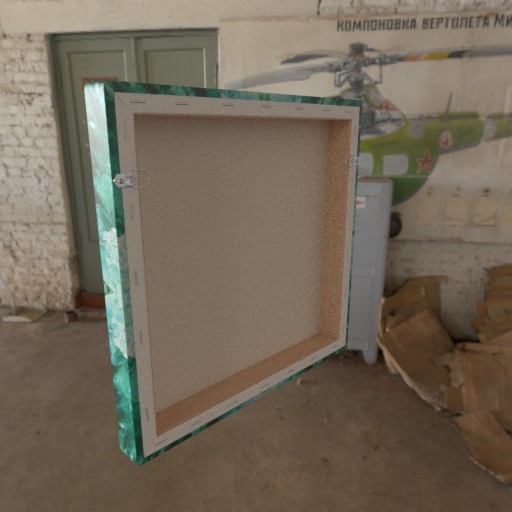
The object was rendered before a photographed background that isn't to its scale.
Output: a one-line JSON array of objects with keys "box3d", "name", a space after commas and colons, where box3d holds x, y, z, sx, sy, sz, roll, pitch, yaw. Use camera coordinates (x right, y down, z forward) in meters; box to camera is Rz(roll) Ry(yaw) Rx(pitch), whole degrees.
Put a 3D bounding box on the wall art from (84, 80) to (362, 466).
[{"box3d": [0.000, 0.000, 0.454, 0.313, 0.313, 0.033, -15, 22, -42], "name": "wall art"}]
